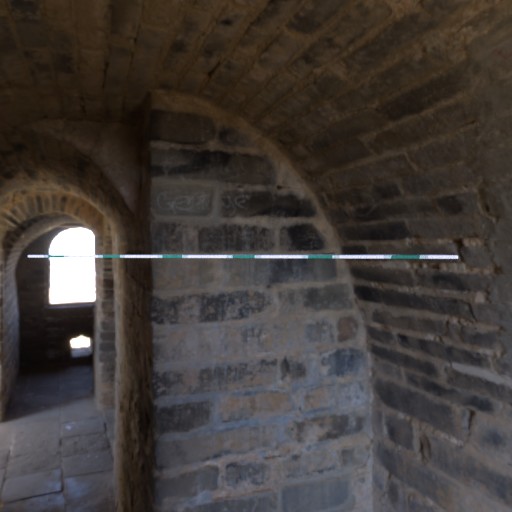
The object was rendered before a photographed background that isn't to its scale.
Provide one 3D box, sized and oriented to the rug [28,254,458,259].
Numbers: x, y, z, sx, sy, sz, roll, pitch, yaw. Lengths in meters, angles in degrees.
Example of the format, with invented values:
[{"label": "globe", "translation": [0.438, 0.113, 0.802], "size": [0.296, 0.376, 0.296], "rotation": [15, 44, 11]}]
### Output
[{"label": "rug", "translation": [0.000, 0.000, 2.329], "size": [1.829, 0.012, 1.210], "rotation": [0, 0, 19]}]
